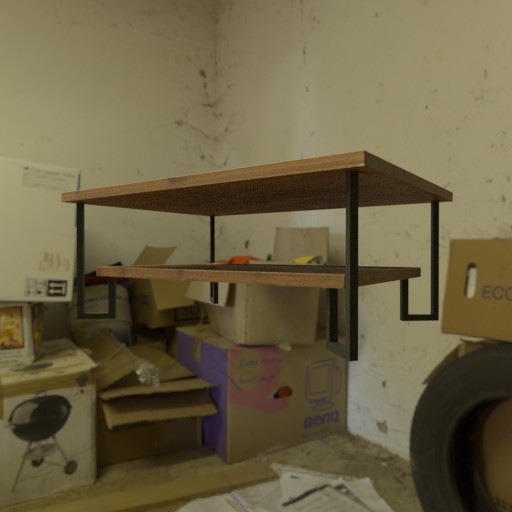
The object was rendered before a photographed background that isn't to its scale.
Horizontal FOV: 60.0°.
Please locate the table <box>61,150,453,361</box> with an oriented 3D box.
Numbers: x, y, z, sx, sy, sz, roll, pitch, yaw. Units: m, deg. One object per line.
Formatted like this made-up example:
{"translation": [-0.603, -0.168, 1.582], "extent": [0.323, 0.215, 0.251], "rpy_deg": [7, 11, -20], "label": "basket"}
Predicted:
{"translation": [0.000, 0.000, 1.716], "extent": [1.238, 0.492, 0.877], "rpy_deg": [0, 1, 36], "label": "table"}
